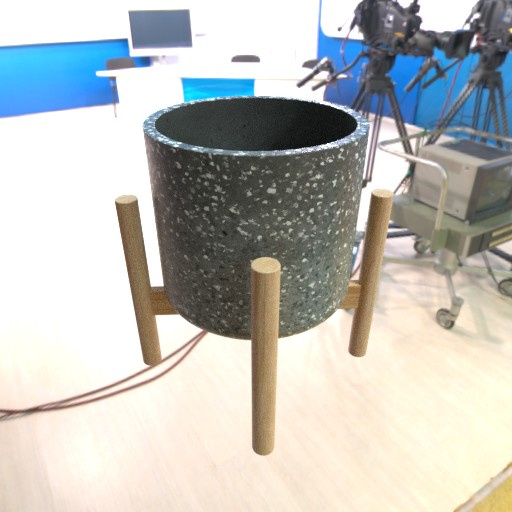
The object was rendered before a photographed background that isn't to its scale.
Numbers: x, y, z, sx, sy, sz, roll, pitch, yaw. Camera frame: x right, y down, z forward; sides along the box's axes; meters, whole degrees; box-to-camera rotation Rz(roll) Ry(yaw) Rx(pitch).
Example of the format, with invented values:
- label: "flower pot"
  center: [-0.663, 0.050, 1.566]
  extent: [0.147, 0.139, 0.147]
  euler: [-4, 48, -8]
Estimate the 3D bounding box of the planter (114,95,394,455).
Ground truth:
- label: "planter"
  center: [0.000, 0.000, 0.526]
  extent: [0.284, 0.320, 0.284]
  euler: [10, 33, 16]
